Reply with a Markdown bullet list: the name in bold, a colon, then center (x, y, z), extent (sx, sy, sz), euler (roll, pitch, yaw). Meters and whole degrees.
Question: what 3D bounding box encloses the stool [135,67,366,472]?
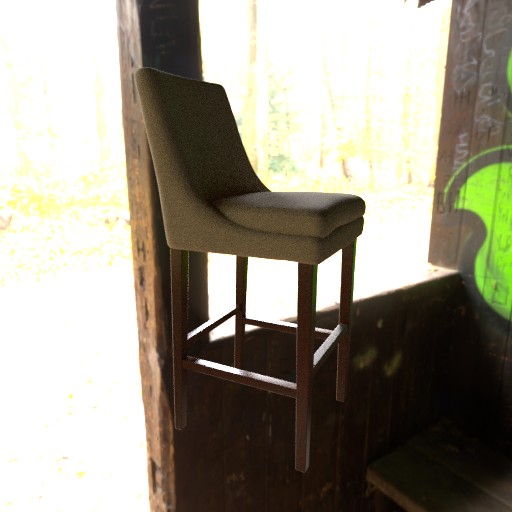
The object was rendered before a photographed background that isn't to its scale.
- **stool**: center (0.000, 0.000, 1.380), extent (0.577, 1.078, 0.470), euler (7, 15, 26)
